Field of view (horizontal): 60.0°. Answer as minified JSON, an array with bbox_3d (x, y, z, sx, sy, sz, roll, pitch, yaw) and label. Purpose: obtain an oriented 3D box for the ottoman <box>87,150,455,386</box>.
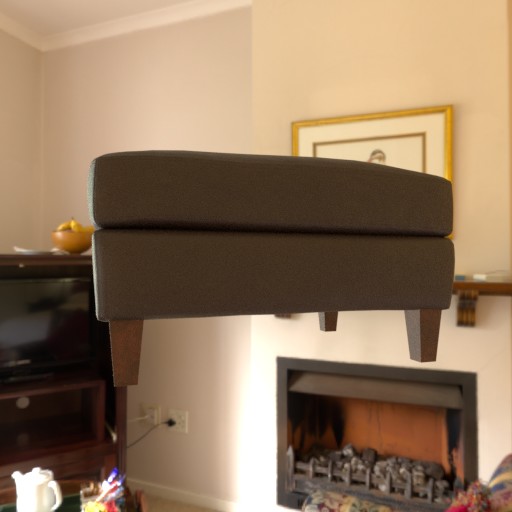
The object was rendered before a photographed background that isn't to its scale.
[{"bbox_3d":[0.000,0.000,1.263,0.887,0.529,0.659,0,-1,-18],"label":"ottoman"}]
